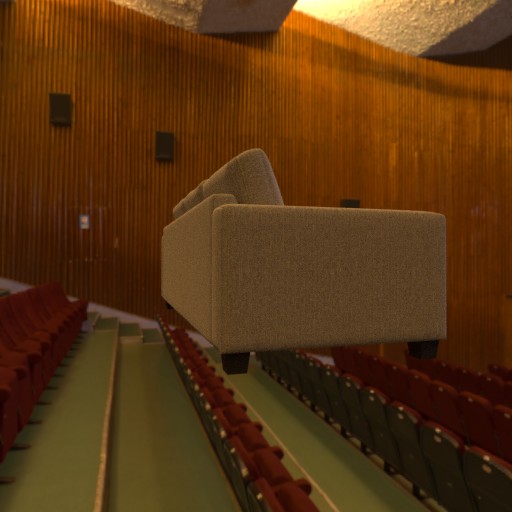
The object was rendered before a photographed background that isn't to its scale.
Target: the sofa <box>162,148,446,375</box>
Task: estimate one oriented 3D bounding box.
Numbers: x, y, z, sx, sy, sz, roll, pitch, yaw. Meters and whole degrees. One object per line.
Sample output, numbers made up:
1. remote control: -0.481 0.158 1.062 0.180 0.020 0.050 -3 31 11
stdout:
1. sofa: 0.000 0.000 2.567 0.900 0.800 2.120 0 0 -17
